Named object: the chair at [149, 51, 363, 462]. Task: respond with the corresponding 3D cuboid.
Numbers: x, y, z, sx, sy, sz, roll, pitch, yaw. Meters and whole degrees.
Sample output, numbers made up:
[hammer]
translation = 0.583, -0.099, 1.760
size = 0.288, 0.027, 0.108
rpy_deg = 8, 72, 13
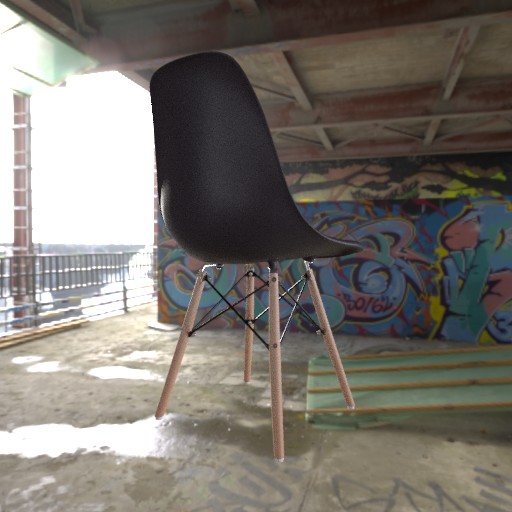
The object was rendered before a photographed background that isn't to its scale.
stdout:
[chair]
translation = 0.000, 0.000, 1.136
size = 0.470, 0.825, 0.533
rpy_deg = 1, 2, 36
